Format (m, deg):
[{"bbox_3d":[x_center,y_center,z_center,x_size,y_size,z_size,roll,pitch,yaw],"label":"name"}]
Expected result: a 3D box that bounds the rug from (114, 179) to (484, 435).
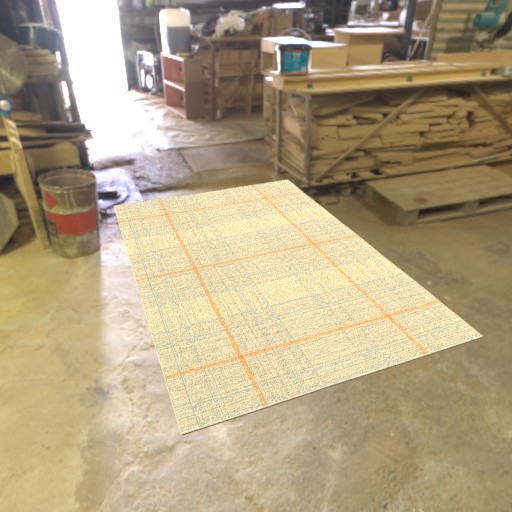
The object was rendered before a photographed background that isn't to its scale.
[{"bbox_3d":[0.000,0.000,2.296,1.232,0.015,1.825,-12,33,-18],"label":"rug"}]
